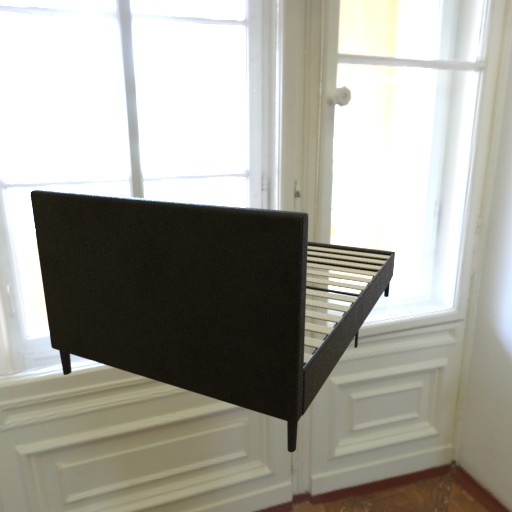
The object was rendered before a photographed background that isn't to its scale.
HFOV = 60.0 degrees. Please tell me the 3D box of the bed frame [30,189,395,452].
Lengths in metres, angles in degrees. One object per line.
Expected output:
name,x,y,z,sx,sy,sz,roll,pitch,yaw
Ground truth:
bed frame,0.000,0.000,2.974,1.469,1.046,2.152,8,18,26
